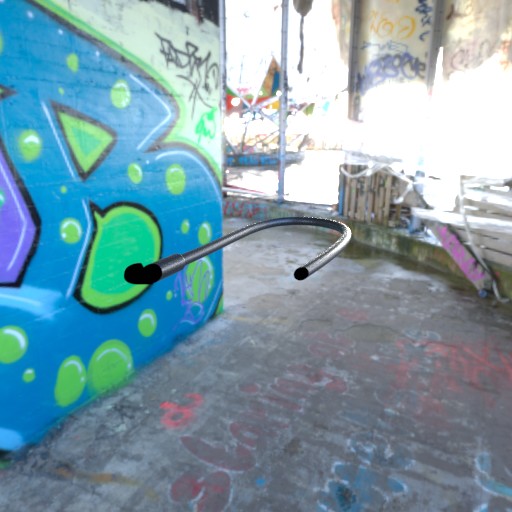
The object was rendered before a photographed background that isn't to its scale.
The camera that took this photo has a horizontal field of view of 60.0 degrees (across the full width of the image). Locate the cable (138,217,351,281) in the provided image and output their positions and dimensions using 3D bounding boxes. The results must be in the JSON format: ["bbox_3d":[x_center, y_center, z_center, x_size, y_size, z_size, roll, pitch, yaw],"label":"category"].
[{"bbox_3d":[0.000,0.000,0.114,0.040,0.006,0.098,8,18,25],"label":"cable"}]
